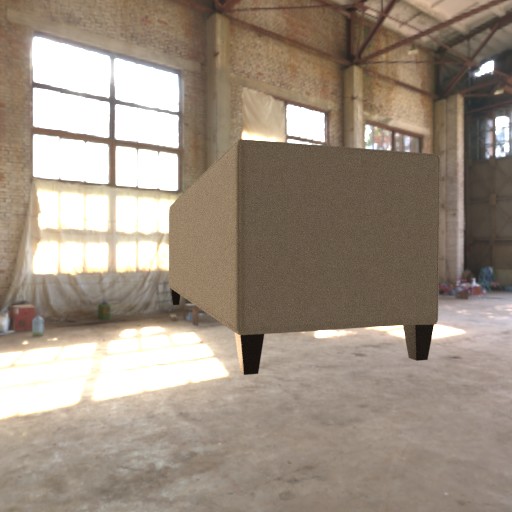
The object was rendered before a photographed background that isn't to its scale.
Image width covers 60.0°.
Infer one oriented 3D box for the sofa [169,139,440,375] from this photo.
[{"bbox_3d":[0.000,0.000,2.545,0.775,0.762,2.159,0,0,-17],"label":"sofa"}]
